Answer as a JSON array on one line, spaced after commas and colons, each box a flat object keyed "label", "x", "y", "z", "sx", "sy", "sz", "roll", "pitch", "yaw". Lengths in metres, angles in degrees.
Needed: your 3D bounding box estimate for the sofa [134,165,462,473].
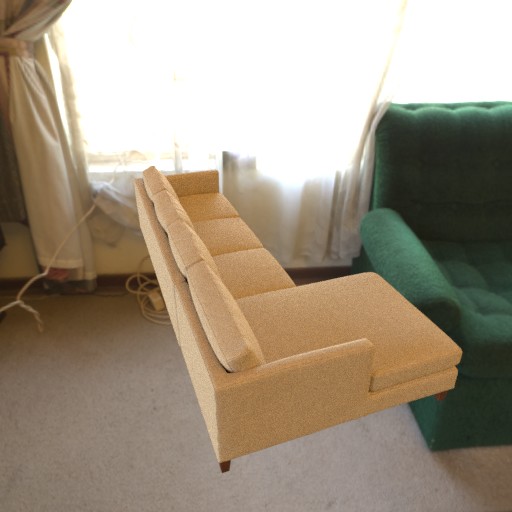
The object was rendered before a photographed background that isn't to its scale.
[{"label": "sofa", "x": 0.000, "y": 0.000, "z": 3.804, "sx": 1.625, "sy": 0.846, "sz": 3.186, "roll": -10, "pitch": 31, "yaw": -17}]
